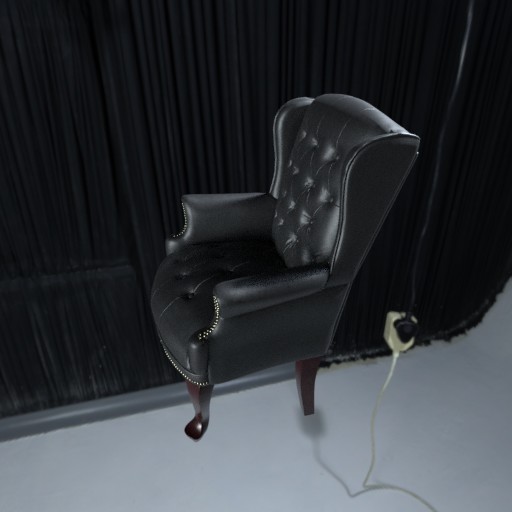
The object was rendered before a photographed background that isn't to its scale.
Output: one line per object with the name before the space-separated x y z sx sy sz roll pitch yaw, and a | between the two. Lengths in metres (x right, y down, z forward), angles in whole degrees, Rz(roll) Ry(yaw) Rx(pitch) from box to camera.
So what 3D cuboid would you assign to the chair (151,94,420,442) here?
chair | 0.000 0.000 1.694 0.822 1.133 0.831 -7 30 -13
